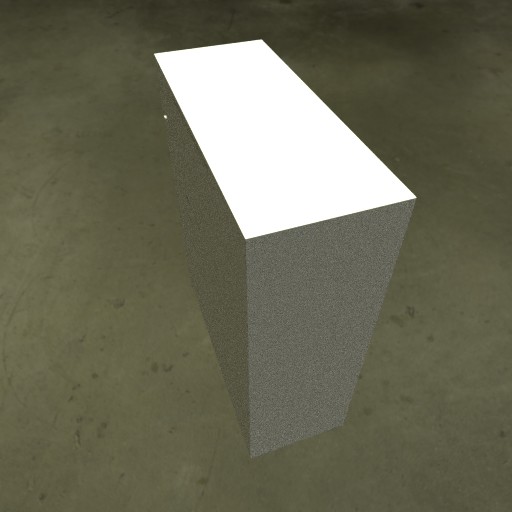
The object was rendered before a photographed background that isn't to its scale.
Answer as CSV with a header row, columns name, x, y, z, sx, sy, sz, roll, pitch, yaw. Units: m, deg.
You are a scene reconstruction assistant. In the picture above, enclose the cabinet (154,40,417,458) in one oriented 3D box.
name,x,y,z,sx,sy,sz,roll,pitch,yaw
cabinet,0.000,0.000,1.688,0.400,1.190,1.000,-14,47,-14
